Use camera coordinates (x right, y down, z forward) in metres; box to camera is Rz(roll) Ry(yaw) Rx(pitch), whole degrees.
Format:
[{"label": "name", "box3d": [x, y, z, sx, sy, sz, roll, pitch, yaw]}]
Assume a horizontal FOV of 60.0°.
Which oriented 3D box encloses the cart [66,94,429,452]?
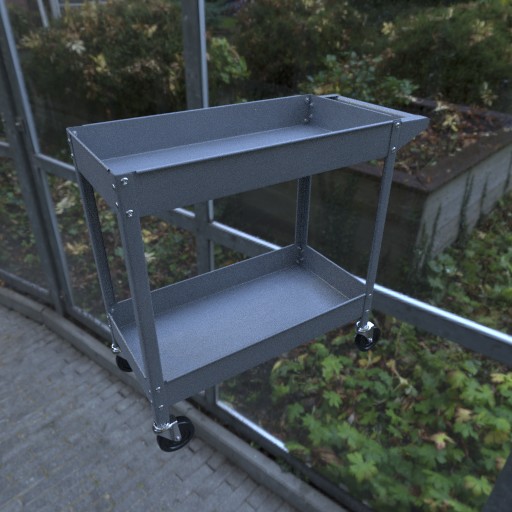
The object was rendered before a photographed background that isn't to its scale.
[{"label": "cart", "box3d": [0.000, 0.000, 1.188, 0.779, 0.719, 0.366, -18, 35, -28]}]
